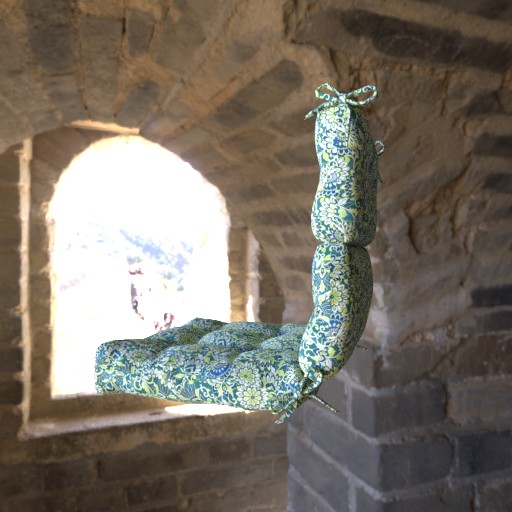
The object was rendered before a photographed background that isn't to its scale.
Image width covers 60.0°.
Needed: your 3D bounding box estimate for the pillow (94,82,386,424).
[{"bbox_3d":[0.000,0.000,1.031,0.571,0.605,0.519,0,0,18],"label":"pillow"}]
